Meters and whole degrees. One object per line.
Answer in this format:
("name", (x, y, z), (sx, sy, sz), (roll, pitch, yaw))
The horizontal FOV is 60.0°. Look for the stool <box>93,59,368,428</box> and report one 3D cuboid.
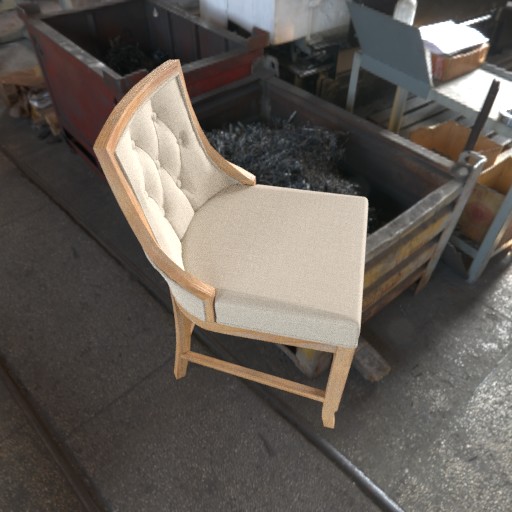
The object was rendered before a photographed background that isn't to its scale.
("stool", (0.000, 0.000, 1.316), (0.626, 0.938, 0.524), (9, 47, 8))
